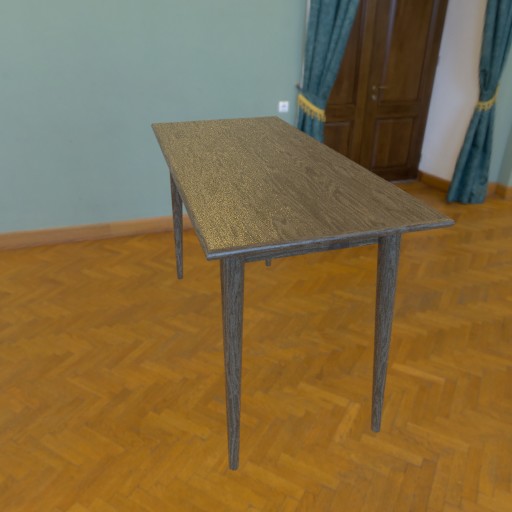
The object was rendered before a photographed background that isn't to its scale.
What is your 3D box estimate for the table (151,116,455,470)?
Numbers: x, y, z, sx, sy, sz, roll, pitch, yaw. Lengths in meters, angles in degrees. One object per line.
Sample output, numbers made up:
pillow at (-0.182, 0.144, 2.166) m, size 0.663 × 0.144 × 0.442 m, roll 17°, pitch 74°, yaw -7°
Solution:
table at (0.000, 0.000, 1.707) m, size 0.599 × 0.780 × 1.300 m, roll -8°, pitch 29°, yaw -15°
